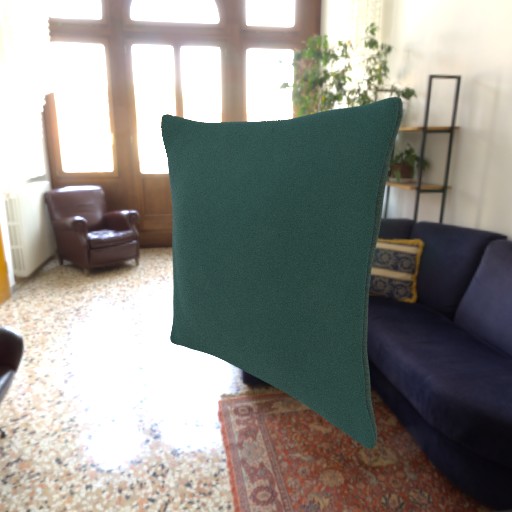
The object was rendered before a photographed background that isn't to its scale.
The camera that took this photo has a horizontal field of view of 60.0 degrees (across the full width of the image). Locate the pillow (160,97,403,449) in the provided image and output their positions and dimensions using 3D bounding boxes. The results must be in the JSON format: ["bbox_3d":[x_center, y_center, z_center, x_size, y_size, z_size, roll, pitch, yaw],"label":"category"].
[{"bbox_3d":[0.000,0.000,0.650,0.433,0.415,0.151,14,20,43],"label":"pillow"}]
